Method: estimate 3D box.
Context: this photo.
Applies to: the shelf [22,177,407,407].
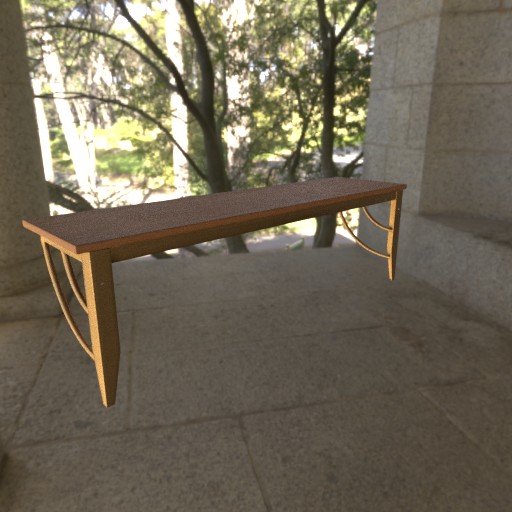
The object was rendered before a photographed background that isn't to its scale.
[{"bbox_3d":[0.000,0.000,0.725,0.636,0.190,0.166,-15,23,-41],"label":"shelf"}]
